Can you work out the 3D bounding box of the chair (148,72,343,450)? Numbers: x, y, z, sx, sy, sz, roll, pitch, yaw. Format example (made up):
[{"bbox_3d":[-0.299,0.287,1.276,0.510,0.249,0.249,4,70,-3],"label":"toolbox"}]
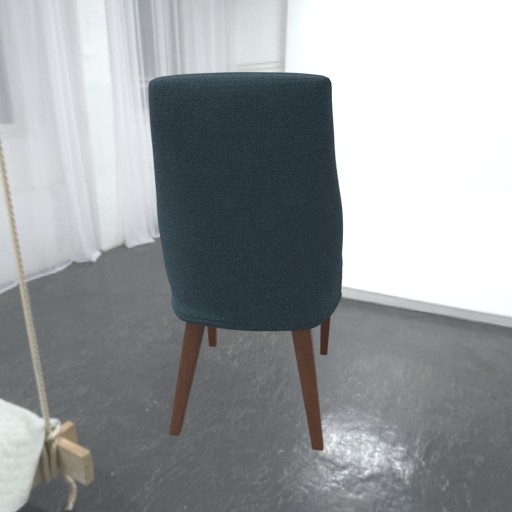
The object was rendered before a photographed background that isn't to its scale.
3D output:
[{"bbox_3d":[0.000,0.000,1.271,0.500,0.930,0.620,3,18,8],"label":"chair"}]
